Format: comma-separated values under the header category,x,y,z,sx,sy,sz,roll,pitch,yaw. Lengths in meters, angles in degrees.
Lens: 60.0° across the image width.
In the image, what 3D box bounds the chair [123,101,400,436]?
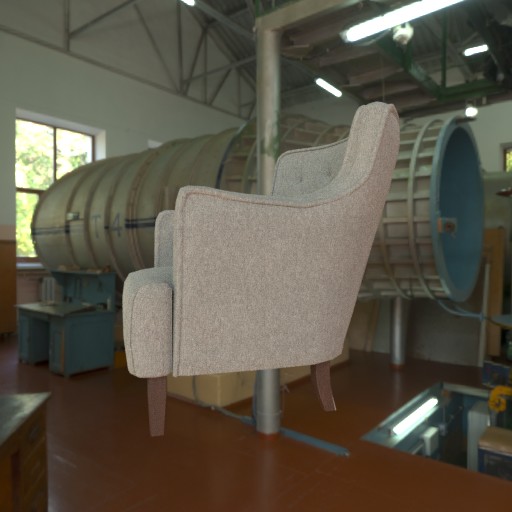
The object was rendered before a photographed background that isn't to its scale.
category,x,y,z,sx,sy,sz,roll,pitch,yaw
chair,0.000,0.000,1.557,0.910,0.920,0.820,0,1,-17
